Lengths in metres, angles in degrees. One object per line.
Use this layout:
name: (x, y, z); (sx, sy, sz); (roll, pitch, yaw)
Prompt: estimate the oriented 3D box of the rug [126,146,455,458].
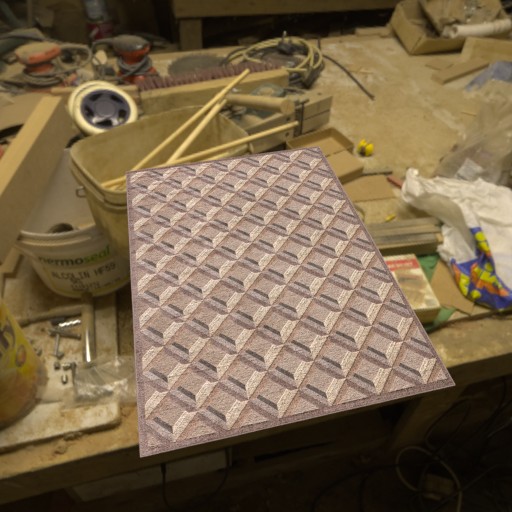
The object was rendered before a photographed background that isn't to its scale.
rug: (0.000, 0.000, 4.285); (2.382, 0.018, 3.294); (-10, 48, -9)
